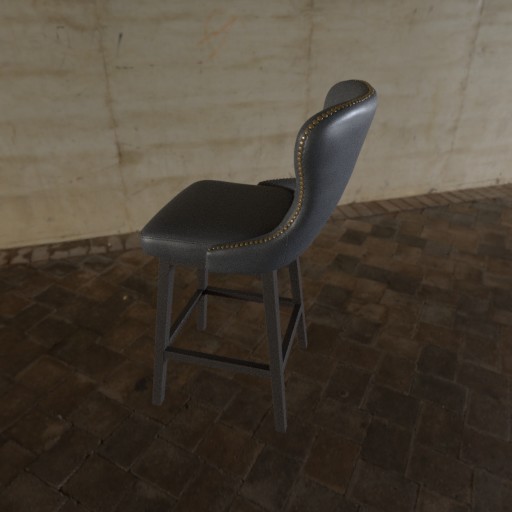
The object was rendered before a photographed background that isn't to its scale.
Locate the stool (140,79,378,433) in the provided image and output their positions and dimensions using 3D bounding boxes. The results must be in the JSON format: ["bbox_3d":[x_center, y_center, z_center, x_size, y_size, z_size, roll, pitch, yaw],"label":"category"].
[{"bbox_3d":[0.000,0.000,1.333,0.593,0.971,0.528,7,30,13],"label":"stool"}]
